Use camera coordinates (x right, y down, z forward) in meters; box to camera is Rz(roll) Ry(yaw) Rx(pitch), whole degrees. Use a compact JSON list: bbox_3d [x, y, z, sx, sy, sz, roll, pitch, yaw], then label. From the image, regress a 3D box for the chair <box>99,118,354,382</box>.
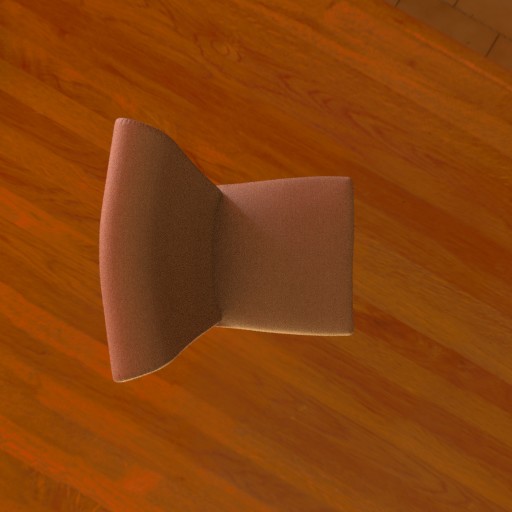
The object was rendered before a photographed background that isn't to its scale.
[{"bbox_3d":[0.000,0.000,1.323,0.608,0.988,0.513,0,88,0],"label":"chair"}]
